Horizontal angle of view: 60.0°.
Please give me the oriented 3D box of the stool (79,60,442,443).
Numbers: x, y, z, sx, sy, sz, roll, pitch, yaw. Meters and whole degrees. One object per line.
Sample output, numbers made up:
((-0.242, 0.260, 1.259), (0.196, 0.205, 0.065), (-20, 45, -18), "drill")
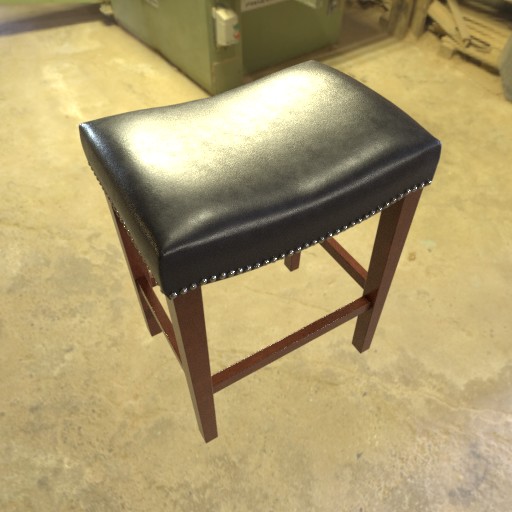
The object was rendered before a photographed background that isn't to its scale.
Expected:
((0.000, 0.000, 0.951), (0.504, 0.654, 0.372), (-24, 52, -20), "stool")
